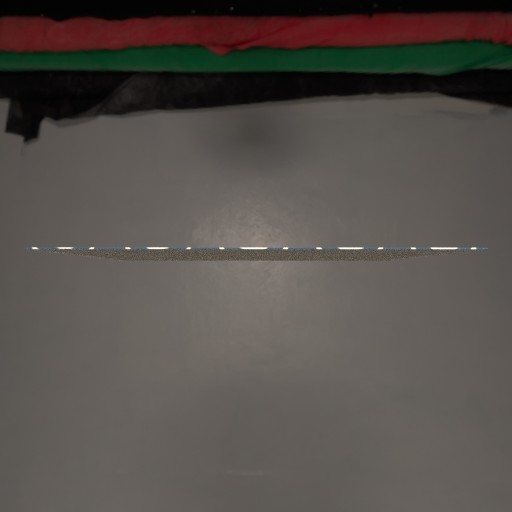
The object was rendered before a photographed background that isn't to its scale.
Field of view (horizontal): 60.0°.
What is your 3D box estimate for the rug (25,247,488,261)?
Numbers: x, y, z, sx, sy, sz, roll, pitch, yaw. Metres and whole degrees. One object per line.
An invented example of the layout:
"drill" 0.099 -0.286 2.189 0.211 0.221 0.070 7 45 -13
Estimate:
"rug" 0.000 0.000 4.405 3.353 0.010 2.438 0 -3 0
